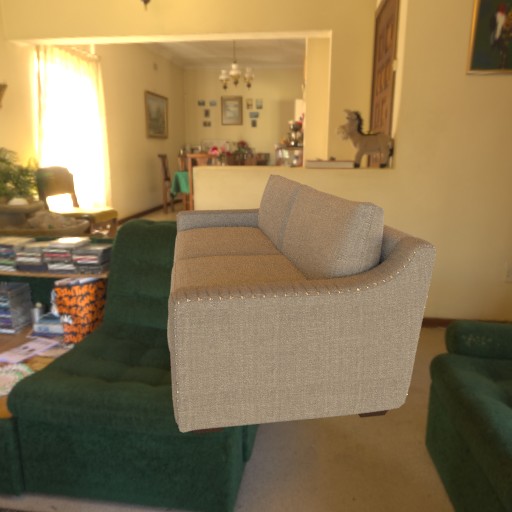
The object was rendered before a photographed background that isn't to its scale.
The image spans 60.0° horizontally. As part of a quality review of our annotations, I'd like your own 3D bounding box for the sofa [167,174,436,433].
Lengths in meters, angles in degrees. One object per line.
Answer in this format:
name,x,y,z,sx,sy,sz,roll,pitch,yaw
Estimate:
sofa,0.000,0.000,2.664,1.000,0.857,2.208,-2,14,-9
